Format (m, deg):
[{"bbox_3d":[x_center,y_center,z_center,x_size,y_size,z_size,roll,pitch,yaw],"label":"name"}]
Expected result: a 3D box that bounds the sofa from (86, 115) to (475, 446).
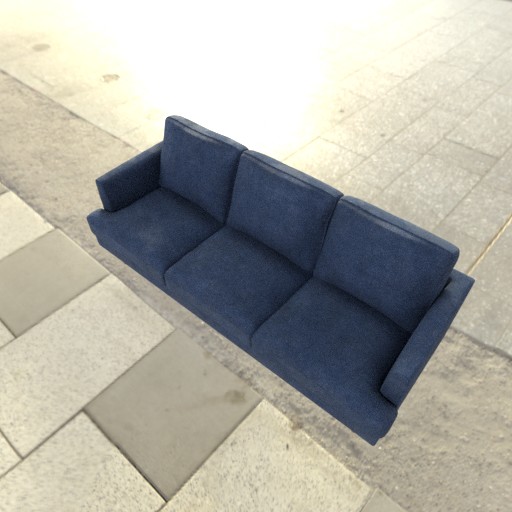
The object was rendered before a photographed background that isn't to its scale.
[{"bbox_3d":[0.000,0.000,2.677,2.246,0.930,0.903,31,54,26],"label":"sofa"}]
